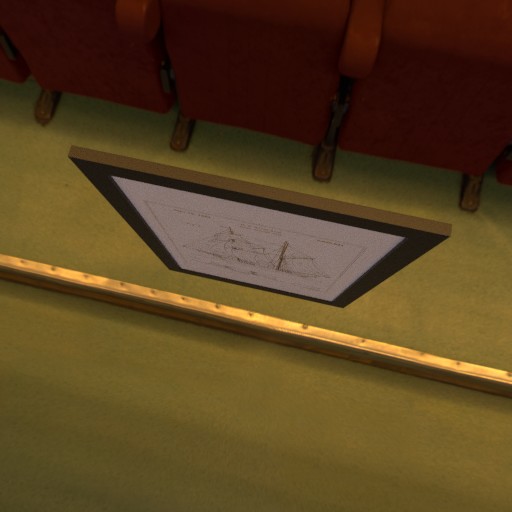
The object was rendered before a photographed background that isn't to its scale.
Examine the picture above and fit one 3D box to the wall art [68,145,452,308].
[{"bbox_3d":[0.000,0.000,0.690,0.381,0.534,0.013,12,76,3],"label":"wall art"}]
